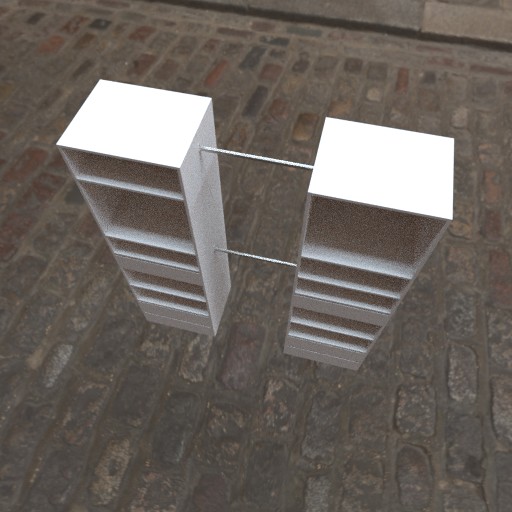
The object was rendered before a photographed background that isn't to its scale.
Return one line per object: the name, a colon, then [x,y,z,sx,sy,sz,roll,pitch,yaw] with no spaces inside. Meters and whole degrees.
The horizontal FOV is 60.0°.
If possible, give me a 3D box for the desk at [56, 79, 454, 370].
desk: [0.000,0.000,2.892,1.770,2.000,0.480,12,59,7]
